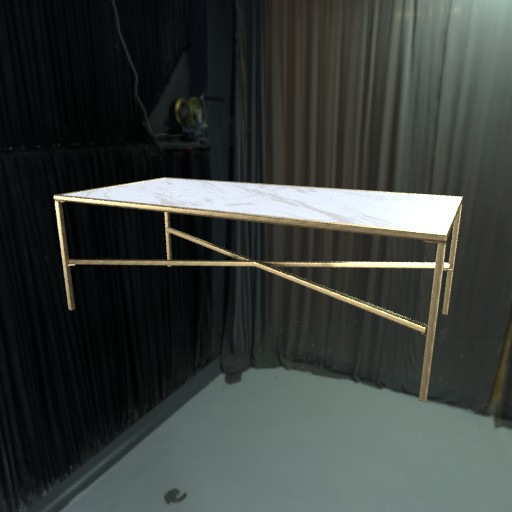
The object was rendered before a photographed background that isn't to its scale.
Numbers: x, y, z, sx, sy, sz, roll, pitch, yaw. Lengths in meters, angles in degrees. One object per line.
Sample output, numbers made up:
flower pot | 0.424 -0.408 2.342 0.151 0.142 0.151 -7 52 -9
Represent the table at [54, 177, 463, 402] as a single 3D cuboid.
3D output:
table | 0.000 0.000 1.493 1.197 0.405 0.577 8 18 26
